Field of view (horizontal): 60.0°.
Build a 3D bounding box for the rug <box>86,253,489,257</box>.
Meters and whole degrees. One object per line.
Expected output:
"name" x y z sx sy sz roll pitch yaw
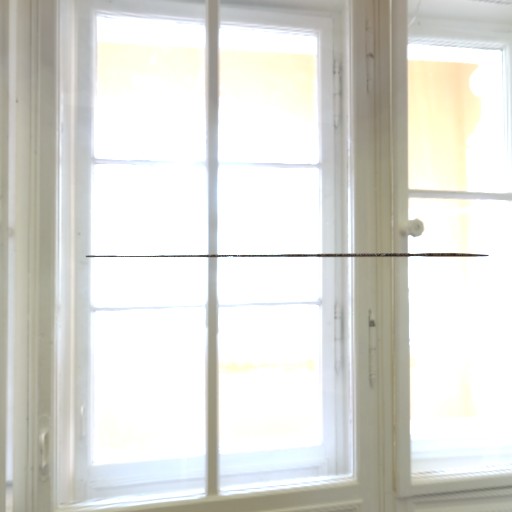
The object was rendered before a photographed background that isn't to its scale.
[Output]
"rug" 0.000 0.000 2.549 2.305 0.013 0.719 0 0 36
